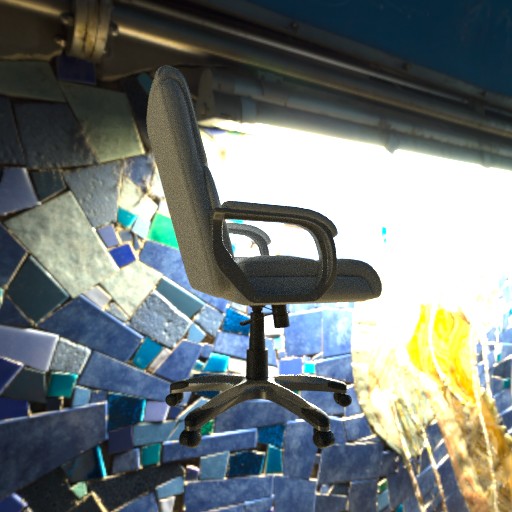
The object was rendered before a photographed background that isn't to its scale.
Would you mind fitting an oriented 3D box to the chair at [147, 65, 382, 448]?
[{"bbox_3d":[0.000,0.000,1.566,0.738,1.120,0.687,0,-1,-17],"label":"chair"}]
